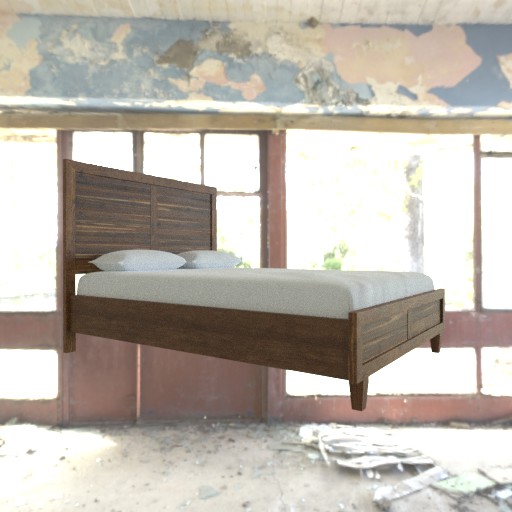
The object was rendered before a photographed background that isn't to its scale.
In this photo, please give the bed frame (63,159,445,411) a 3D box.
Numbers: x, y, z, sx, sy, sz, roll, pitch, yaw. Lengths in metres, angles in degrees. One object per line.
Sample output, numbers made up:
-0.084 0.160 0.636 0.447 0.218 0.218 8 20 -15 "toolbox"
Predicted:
0.000 0.000 3.289 2.276 1.417 1.696 0 0 35 "bed frame"
